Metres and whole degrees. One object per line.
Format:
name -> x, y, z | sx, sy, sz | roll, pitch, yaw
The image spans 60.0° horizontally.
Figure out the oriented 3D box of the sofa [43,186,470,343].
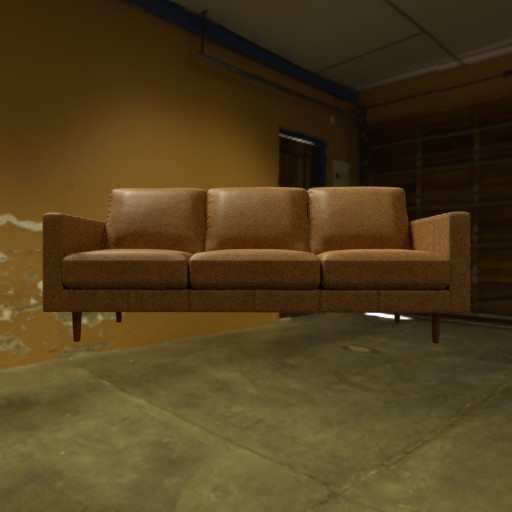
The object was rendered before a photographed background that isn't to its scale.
sofa -> 0.000, 0.000, 2.719 | 2.231, 0.930, 0.903 | 0, 0, 1
